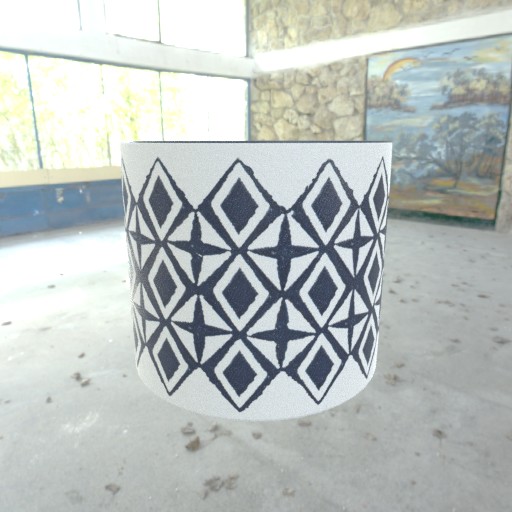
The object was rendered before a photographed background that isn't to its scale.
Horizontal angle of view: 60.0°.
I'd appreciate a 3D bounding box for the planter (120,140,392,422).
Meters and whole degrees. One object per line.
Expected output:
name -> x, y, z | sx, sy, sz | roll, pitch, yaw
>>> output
planter -> 0.000, 0.000, 0.403 | 0.224, 0.203, 0.224 | 0, 15, 0
